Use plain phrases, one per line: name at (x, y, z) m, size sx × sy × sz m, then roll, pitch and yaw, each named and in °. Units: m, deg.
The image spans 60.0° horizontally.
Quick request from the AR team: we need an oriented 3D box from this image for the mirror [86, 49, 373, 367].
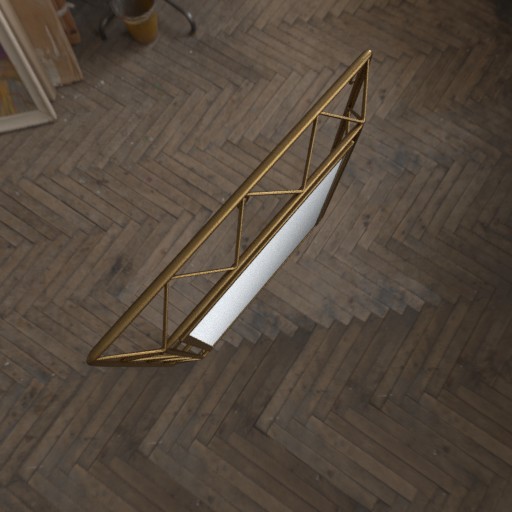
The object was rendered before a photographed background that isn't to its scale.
mirror at (0.000, 0.000, 0.613) m, size 0.046 × 0.414 × 0.416 m, roll 39°, pitch 79°, yaw 9°
